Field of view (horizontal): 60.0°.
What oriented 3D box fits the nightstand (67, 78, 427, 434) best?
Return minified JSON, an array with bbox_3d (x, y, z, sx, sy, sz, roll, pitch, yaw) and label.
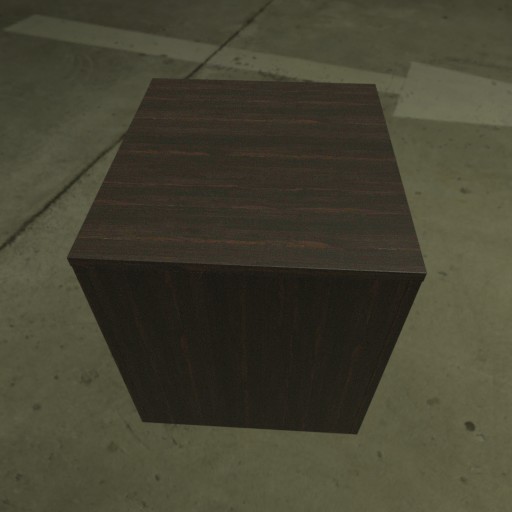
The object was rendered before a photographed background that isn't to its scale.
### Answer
[{"bbox_3d":[0.000,0.000,0.815,0.400,0.460,0.461,2,47,2],"label":"nightstand"}]
